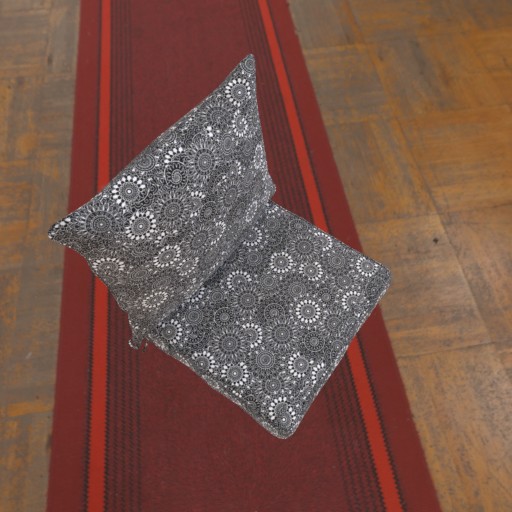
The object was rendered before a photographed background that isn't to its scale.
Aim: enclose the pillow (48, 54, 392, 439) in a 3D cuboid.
[{"bbox_3d":[0.000,0.000,1.349,0.740,0.722,0.798,32,65,17],"label":"pillow"}]
